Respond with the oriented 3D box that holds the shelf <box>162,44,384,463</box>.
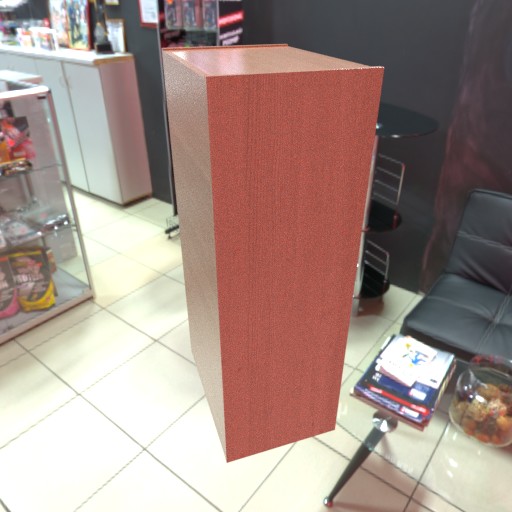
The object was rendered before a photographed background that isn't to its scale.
[{"bbox_3d":[0.000,0.000,1.060,0.292,0.876,0.417,-10,32,-16],"label":"shelf"}]
